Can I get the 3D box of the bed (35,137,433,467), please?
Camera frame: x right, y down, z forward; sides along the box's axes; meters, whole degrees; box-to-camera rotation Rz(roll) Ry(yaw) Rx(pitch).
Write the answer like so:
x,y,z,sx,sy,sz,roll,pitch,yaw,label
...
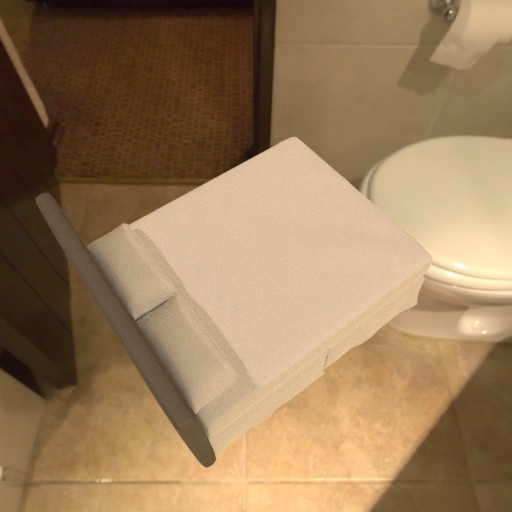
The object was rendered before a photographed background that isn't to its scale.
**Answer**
x,y,z,sx,sy,sz,roll,pitch,yaw,label
0.000,0.000,3.161,2.142,1.330,1.723,-32,63,-19,bed
